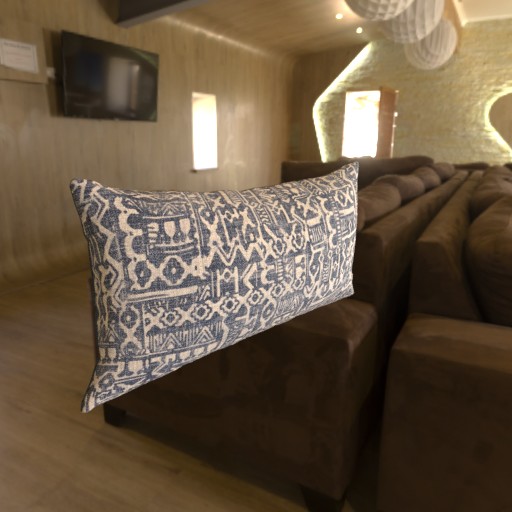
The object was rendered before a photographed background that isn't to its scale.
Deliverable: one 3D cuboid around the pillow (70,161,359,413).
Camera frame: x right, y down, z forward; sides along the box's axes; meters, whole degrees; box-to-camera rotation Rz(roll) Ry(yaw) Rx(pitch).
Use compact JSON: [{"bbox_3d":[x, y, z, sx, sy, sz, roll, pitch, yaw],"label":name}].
[{"bbox_3d":[0.000,0.000,0.738,0.148,0.292,0.631,13,19,42],"label":"pillow"}]
